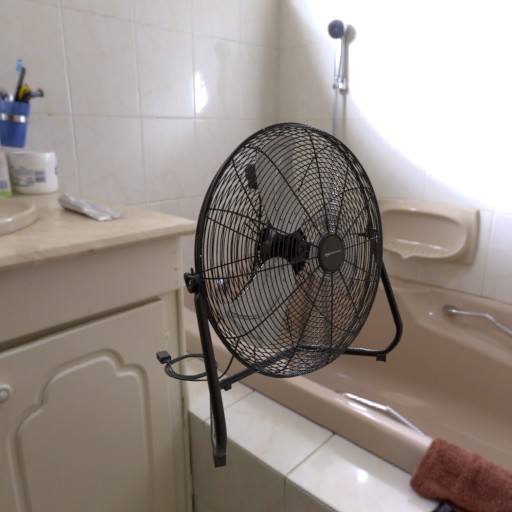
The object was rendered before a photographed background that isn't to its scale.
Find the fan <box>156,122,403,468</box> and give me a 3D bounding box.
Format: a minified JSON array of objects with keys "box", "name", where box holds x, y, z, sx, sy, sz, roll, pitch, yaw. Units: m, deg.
[{"box":[0.000,0.000,0.951,0.555,0.546,0.424,-14,21,-42],"name":"fan"}]
